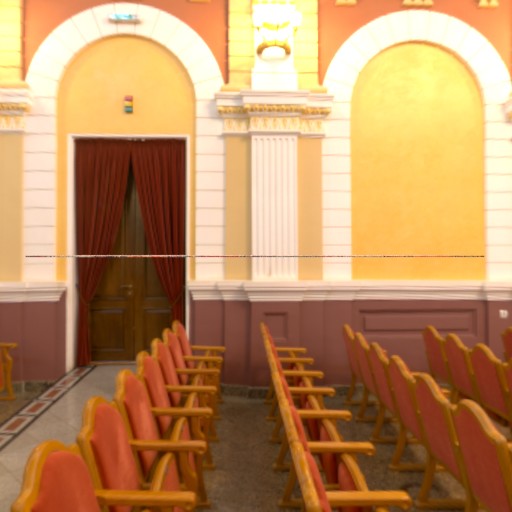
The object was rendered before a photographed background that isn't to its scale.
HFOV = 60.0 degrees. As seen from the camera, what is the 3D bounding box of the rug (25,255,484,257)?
[{"bbox_3d":[0.000,0.000,2.682,2.362,0.008,0.832,0,0,-2],"label":"rug"}]
